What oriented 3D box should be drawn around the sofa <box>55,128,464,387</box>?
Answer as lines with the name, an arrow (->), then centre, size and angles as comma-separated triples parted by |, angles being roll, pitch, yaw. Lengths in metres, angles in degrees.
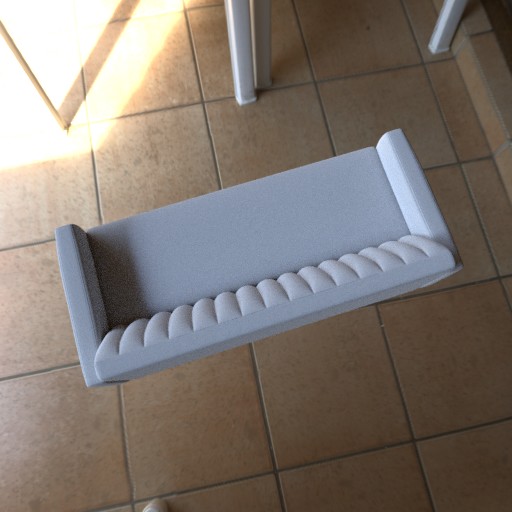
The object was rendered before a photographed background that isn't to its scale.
sofa -> 0.000, 0.000, 2.821 | 2.291, 0.821, 0.990 | -17, 76, -4
